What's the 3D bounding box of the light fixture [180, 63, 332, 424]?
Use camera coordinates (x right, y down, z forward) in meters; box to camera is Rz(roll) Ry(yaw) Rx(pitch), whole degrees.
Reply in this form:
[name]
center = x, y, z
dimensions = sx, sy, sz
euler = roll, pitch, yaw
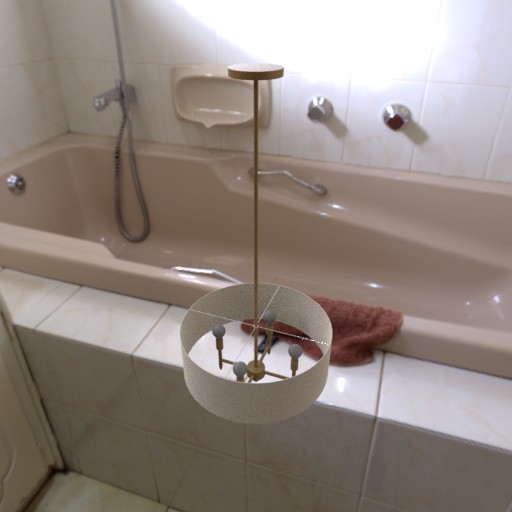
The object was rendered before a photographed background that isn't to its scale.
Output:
[light fixture]
center = 0.000, 0.000, 1.347
dimensions = 0.508, 1.067, 0.508
euler = 0, 31, 0
